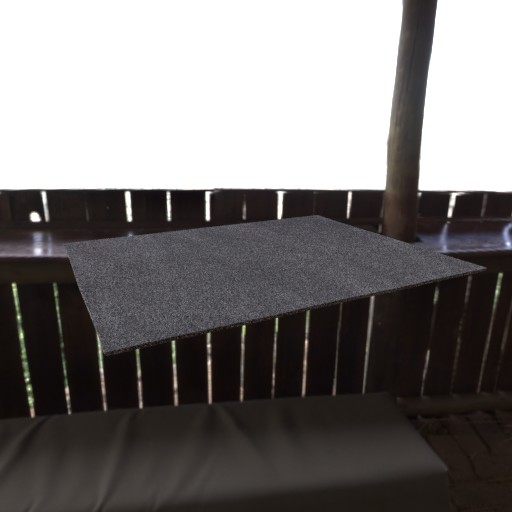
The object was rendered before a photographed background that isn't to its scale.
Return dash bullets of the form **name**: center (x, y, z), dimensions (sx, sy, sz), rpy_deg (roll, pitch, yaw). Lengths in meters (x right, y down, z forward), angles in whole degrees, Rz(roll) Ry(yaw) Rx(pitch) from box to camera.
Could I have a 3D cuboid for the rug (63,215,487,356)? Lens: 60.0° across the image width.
- **rug**: center (0.000, 0.000, 3.962), dimensions (3.000, 0.025, 2.401), rpy_deg (-9, 19, -26)
